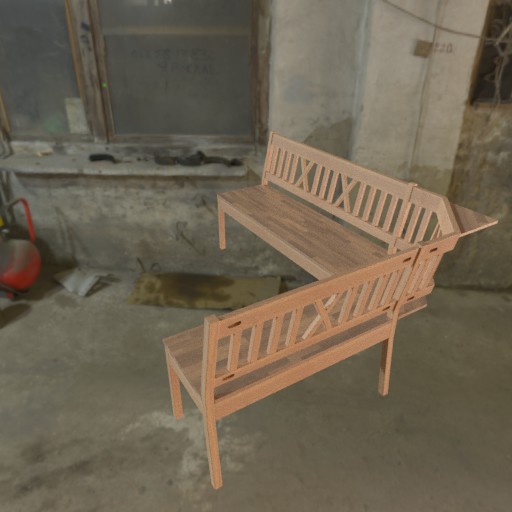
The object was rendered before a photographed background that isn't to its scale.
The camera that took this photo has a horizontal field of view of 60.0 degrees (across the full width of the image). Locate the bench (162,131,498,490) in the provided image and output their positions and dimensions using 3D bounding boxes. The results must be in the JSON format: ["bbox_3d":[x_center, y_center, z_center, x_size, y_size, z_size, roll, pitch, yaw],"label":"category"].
[{"bbox_3d":[0.000,0.000,2.656,1.537,0.902,1.937,-17,33,-27],"label":"bench"}]
